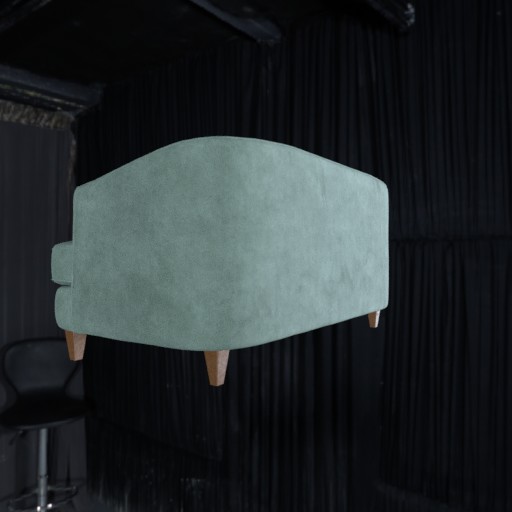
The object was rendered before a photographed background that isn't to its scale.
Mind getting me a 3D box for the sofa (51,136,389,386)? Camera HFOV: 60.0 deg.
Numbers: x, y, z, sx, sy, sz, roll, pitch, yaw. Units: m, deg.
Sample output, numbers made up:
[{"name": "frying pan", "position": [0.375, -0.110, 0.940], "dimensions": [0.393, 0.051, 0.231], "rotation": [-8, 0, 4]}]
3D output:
[{"name": "sofa", "position": [0.000, 0.000, 2.277], "dimensions": [0.941, 0.855, 1.733], "rotation": [0, 1, 36]}]
